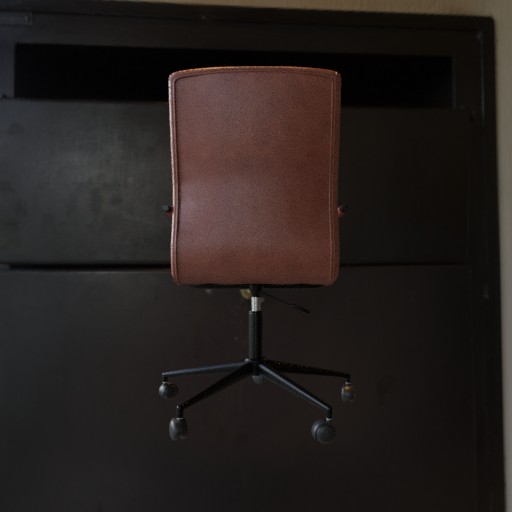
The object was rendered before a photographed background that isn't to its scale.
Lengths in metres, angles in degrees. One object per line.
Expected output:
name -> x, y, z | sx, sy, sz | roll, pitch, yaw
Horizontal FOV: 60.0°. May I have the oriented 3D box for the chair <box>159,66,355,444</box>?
chair -> 0.000, 0.000, 1.308 | 0.600, 0.878, 0.578 | 0, -2, 1
